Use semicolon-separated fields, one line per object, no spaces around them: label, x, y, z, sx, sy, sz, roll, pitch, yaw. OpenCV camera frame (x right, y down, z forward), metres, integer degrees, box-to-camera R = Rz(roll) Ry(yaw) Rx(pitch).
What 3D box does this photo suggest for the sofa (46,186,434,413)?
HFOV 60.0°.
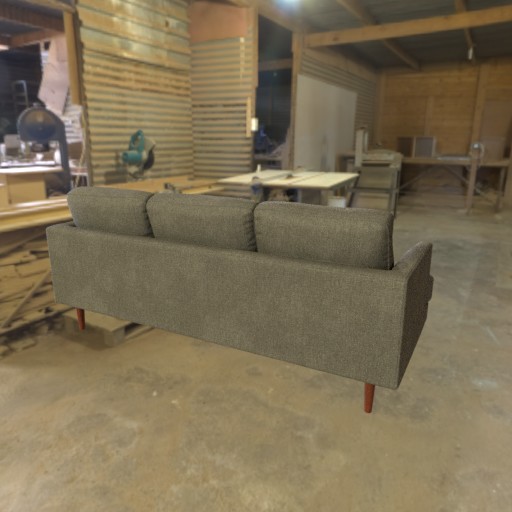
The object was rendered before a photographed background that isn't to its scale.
sofa;0.000;0.000;2.985;2.233;0.956;1.504;8;18;27
